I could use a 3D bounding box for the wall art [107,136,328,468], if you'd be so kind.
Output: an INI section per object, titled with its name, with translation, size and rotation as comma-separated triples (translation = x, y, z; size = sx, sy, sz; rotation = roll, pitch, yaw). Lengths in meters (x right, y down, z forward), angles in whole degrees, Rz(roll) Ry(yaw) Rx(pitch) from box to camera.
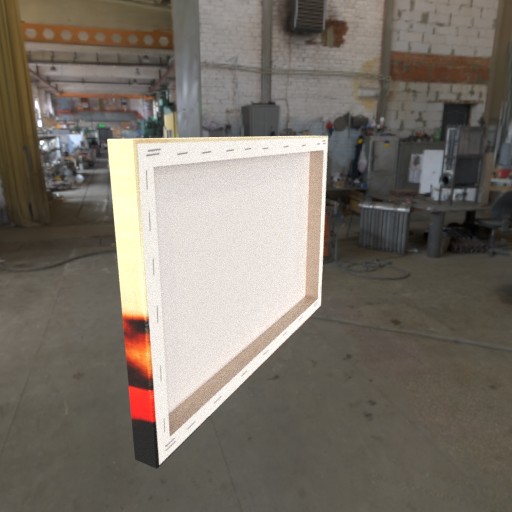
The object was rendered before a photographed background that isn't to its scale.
[wall art]
translation = 0.000, 0.000, 0.775
size = 0.040, 0.402, 0.613
rotation = 8, 17, 26
